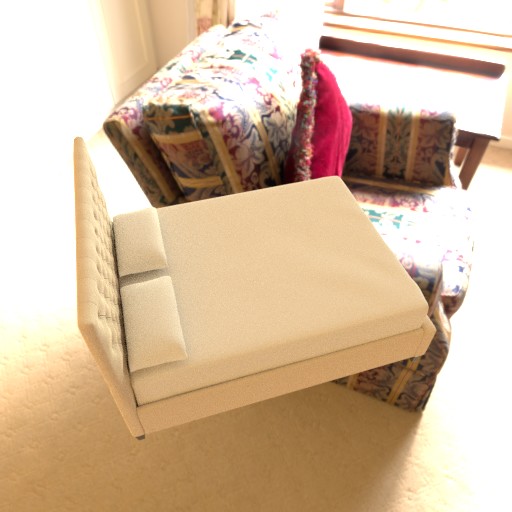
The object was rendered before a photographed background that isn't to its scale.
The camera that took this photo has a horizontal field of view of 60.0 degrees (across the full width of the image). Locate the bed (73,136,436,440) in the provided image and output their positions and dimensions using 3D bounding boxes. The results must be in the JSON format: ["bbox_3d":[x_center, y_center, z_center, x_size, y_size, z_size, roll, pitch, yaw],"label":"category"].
[{"bbox_3d":[0.000,0.000,3.308,2.233,1.426,1.696,-12,48,-11],"label":"bed"}]
